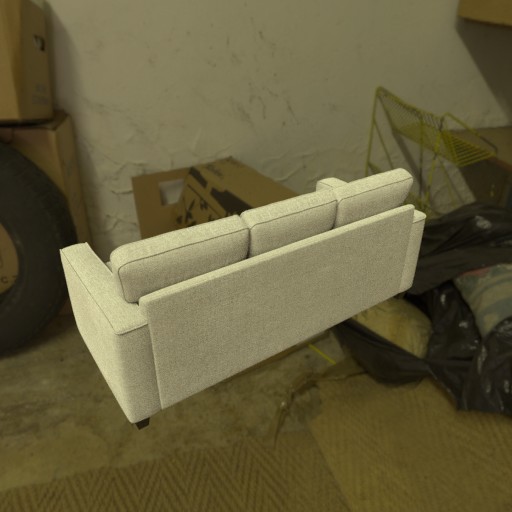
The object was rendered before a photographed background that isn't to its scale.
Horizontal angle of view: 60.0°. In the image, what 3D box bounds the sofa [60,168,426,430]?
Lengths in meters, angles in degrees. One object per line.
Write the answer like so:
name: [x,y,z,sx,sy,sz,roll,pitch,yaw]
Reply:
sofa: [0.000,0.000,2.800,2.133,0.965,0.939,-19,35,-30]
